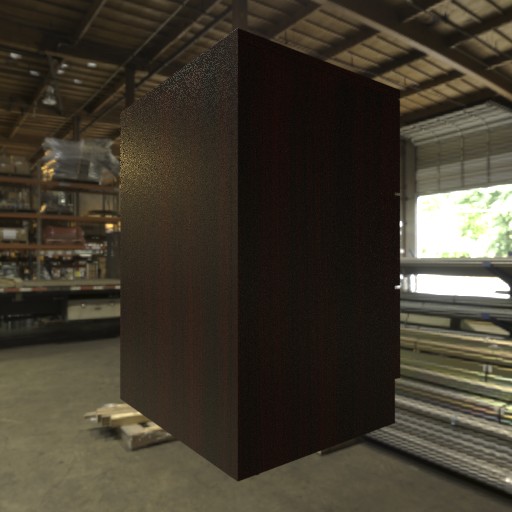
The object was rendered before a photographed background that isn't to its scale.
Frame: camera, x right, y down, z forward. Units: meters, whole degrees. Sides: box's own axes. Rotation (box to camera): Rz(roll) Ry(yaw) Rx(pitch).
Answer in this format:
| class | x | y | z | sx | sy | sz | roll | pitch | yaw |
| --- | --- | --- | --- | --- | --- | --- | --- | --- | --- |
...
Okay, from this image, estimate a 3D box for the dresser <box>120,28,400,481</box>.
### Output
| class | x | y | z | sx | sy | sz | roll | pitch | yaw |
| --- | --- | --- | --- | --- | --- | --- | --- | --- | --- |
| dresser | 0.000 | 0.000 | 0.813 | 0.360 | 0.560 | 0.400 | 0 | 0 | -37 |
